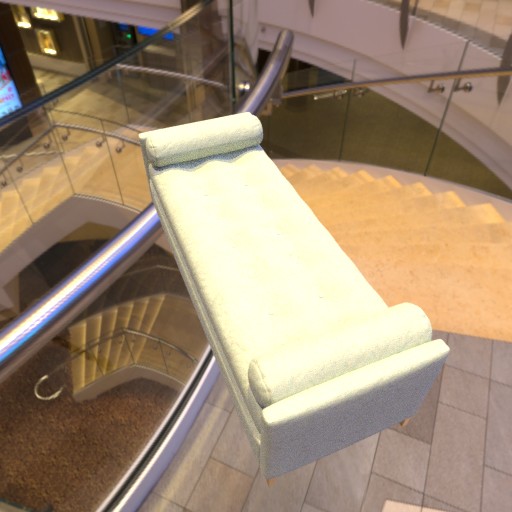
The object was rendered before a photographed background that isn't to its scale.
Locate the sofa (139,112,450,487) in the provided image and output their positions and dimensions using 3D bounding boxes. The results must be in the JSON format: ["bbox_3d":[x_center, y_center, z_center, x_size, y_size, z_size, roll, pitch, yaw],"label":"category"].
[{"bbox_3d":[0.000,0.000,2.474,0.796,0.705,2.102,-16,47,-16],"label":"sofa"}]
